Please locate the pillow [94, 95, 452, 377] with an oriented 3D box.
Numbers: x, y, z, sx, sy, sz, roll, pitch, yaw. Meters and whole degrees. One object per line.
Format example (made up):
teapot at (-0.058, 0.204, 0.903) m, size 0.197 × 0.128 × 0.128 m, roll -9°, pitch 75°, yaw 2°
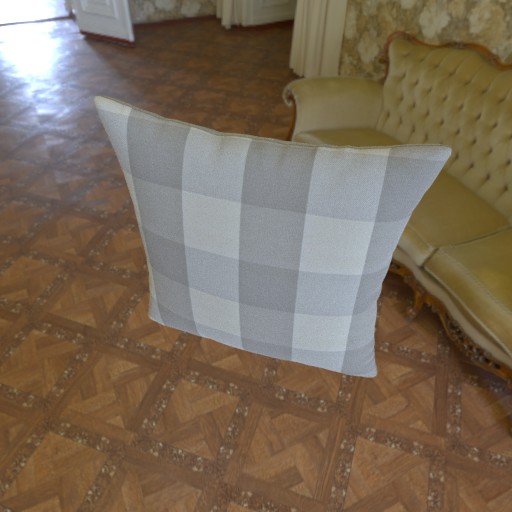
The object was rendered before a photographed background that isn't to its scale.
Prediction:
pillow at (0.000, 0.000, 0.776) m, size 0.511 × 0.509 × 0.161 m, roll 12°, pitch 44°, yaw 13°
